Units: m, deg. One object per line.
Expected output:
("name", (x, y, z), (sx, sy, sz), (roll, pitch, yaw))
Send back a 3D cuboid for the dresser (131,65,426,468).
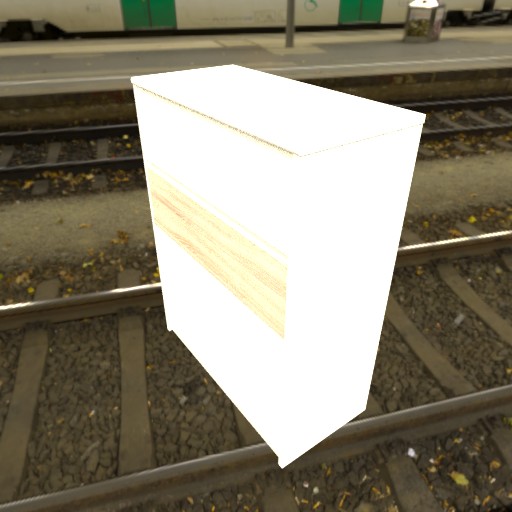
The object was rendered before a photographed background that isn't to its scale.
("dresser", (0.000, 0.000, 1.473), (0.380, 1.040, 0.800), (-21, 38, -30))
